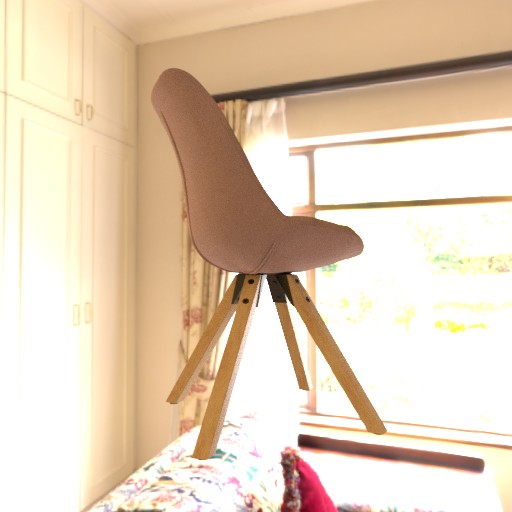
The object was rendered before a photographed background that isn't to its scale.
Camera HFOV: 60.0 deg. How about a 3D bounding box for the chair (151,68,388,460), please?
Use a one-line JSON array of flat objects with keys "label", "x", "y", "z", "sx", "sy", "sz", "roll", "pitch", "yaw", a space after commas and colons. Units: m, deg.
[{"label": "chair", "x": 0.000, "y": 0.000, "z": 1.182, "sx": 0.550, "sy": 0.850, "sz": 0.485, "roll": 1, "pitch": -2, "yaw": -19}]
